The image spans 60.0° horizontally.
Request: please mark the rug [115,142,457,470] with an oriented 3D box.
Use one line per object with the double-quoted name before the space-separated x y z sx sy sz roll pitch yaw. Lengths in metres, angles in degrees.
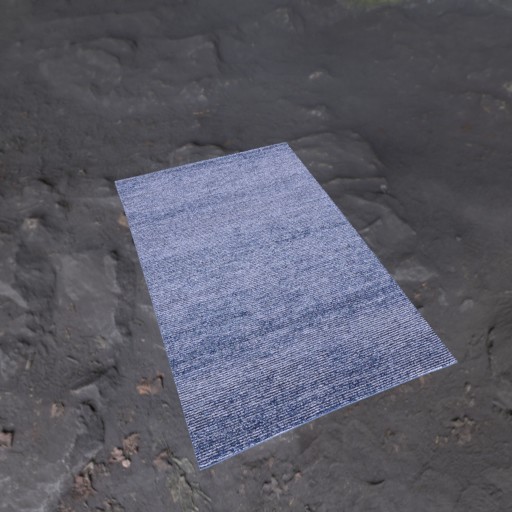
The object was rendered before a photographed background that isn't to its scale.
"rug" 0.000 0.000 2.285 1.145 0.021 1.777 -16 50 -14
